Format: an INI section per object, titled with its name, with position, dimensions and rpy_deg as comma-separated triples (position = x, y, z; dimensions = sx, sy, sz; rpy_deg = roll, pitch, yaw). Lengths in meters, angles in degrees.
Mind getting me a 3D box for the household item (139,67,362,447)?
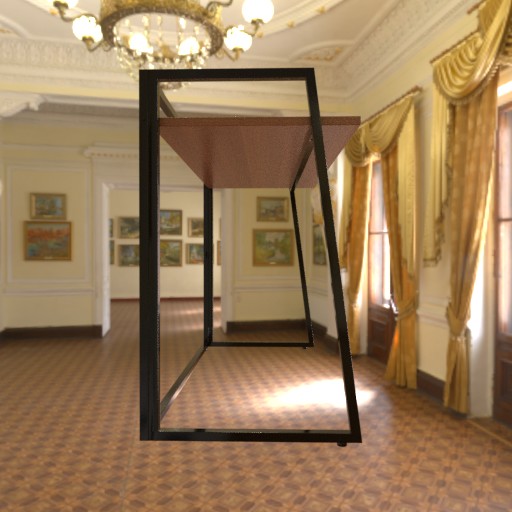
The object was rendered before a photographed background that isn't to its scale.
[household item]
position = 0.000, 0.000, 1.530
dimensions = 0.510, 0.860, 1.050
rpy_deg = 0, 0, 1
